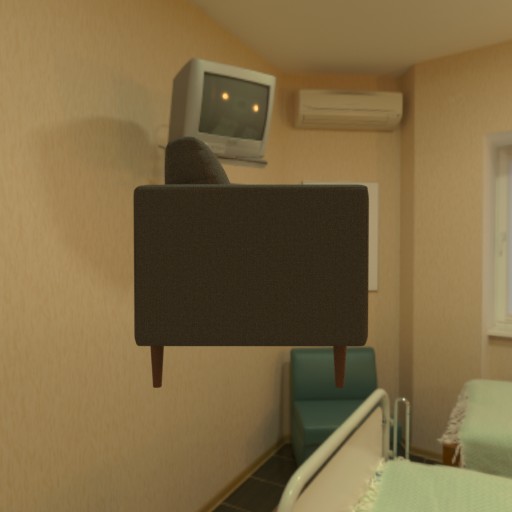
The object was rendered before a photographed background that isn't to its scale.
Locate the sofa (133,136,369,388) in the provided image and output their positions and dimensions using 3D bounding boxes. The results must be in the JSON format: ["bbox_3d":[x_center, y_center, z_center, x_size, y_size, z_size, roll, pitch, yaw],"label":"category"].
[{"bbox_3d":[0.000,0.000,2.454,0.802,0.912,2.029,0,1,0],"label":"sofa"}]
